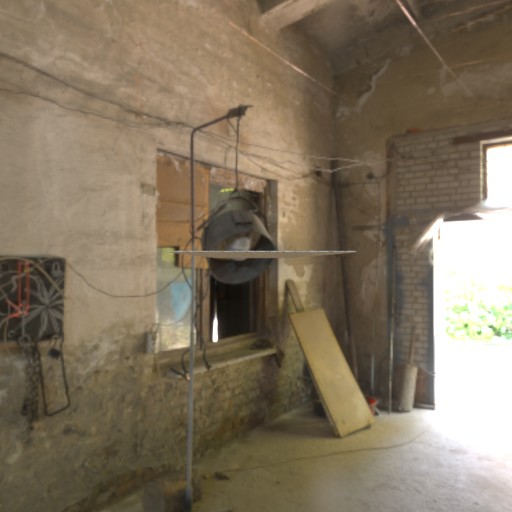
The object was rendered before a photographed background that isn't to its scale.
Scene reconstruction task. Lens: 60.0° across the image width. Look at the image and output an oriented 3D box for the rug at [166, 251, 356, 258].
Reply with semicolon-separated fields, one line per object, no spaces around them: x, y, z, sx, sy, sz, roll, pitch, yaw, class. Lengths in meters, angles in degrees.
0.000;0.000;2.708;0.660;0.005;2.464;0;-1;-1;rug
